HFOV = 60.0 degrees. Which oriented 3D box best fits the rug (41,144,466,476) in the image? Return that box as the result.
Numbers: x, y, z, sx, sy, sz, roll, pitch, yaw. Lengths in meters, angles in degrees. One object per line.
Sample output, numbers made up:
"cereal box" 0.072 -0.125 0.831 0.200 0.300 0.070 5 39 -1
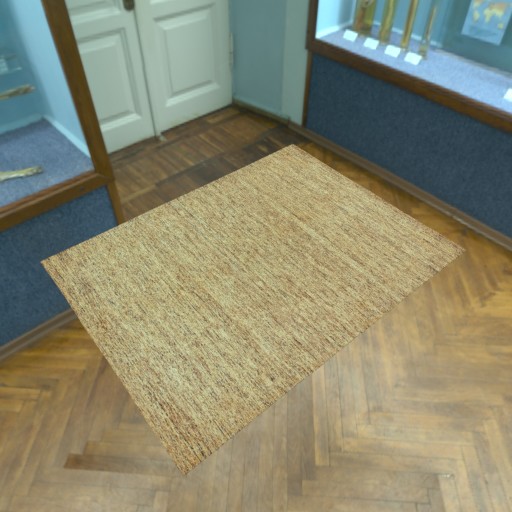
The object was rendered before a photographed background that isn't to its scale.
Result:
"rug" 0.000 0.000 4.185 3.200 0.012 2.438 -30 53 -26
